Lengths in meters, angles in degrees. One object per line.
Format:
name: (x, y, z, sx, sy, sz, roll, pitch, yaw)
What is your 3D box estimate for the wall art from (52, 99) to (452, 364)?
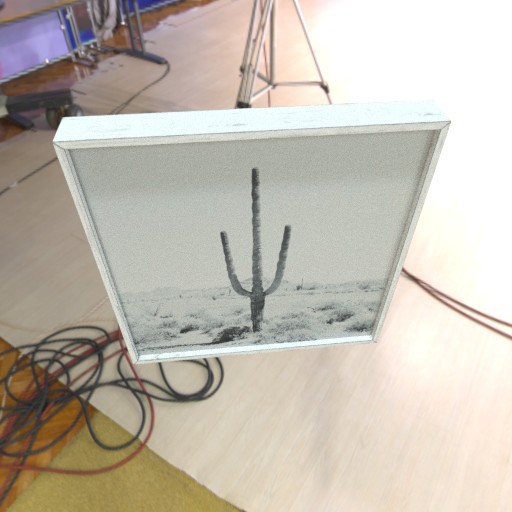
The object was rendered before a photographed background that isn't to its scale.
wall art: (0.000, 0.000, 0.457, 0.305, 0.305, 0.038, -4, 45, -4)
